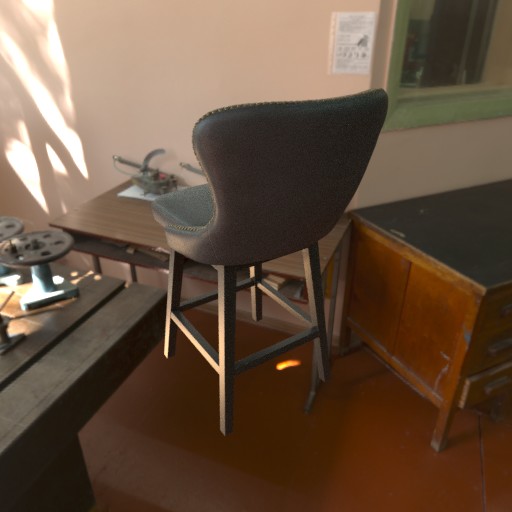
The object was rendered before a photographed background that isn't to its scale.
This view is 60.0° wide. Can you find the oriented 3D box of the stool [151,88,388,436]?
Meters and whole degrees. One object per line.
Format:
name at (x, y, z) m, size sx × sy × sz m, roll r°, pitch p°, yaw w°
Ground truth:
stool at (0.000, 0.000, 1.314) m, size 0.528 × 0.971 × 0.593 m, roll -18°, pitch 33°, yaw -30°
